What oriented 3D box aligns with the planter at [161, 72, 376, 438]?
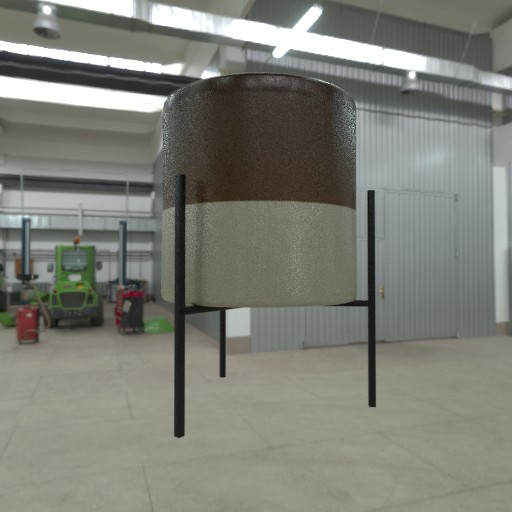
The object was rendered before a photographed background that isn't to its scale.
[{"bbox_3d":[0.000,0.000,0.563,0.255,0.375,0.269,-1,-1,35],"label":"planter"}]
